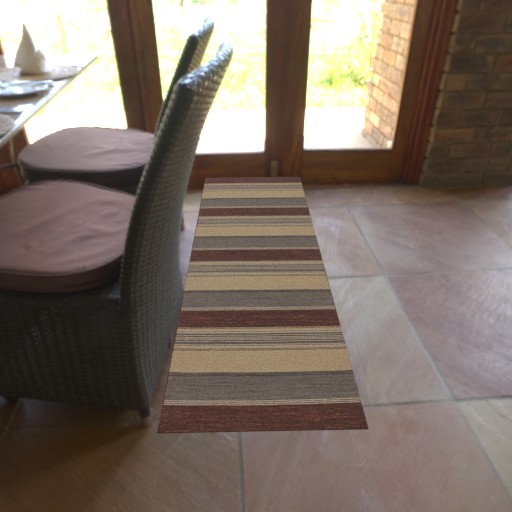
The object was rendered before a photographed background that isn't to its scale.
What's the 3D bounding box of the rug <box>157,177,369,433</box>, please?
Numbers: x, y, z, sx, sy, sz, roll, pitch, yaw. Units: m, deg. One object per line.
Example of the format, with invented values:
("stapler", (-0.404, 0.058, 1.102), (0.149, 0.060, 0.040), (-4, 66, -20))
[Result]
("rug", (0.000, 0.000, 2.682), (0.792, 0.006, 2.437), (-1, 33, -1))
